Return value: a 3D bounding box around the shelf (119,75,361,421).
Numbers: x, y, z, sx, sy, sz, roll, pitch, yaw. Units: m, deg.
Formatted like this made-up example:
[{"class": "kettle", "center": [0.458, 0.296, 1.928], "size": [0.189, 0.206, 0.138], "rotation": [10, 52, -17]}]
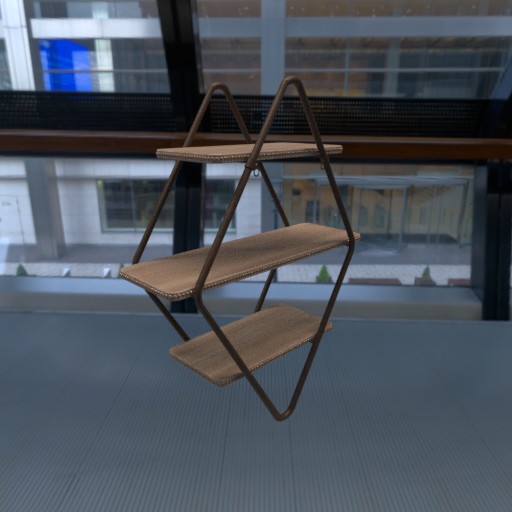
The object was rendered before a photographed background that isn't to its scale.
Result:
[{"class": "shelf", "center": [0.000, 0.000, 1.040], "size": [0.609, 0.774, 0.234], "rotation": [-16, 23, -42]}]
